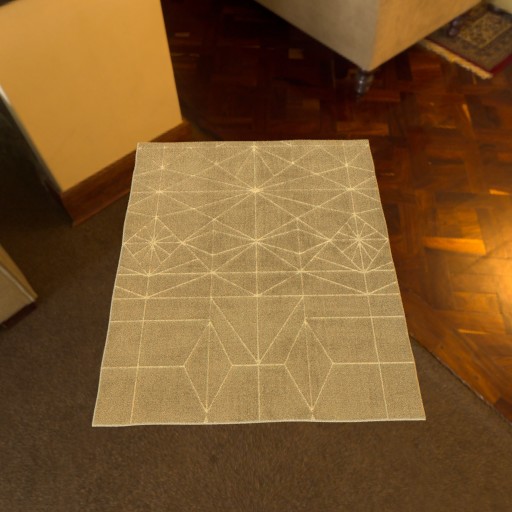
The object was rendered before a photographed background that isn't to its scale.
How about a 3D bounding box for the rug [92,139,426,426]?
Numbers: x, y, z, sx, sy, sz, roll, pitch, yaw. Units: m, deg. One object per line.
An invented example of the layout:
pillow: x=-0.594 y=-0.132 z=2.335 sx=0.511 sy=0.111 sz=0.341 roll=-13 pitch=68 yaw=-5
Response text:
rug: x=0.000 y=0.000 z=0.889 sx=0.548 sy=0.006 sz=0.639 roll=-1 pitch=59 yaw=-1
